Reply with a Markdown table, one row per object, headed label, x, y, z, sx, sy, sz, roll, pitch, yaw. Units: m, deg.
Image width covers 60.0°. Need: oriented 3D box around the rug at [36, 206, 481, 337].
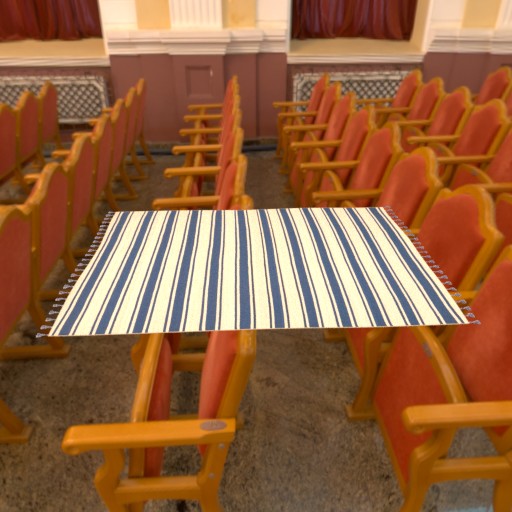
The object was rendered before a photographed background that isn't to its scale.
| label | x | y | z | sx | sy | sz | roll | pitch | yaw |
| --- | --- | --- | --- | --- | --- | --- | --- | --- | --- |
| rug | 0.000 | 0.000 | 2.939 | 2.315 | 0.010 | 1.544 | -1 | 30 | -2 |
